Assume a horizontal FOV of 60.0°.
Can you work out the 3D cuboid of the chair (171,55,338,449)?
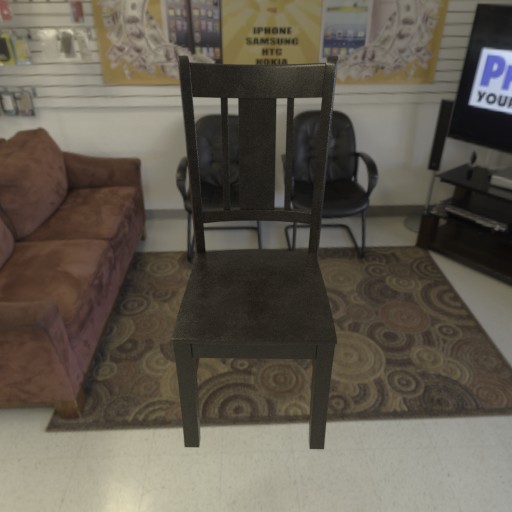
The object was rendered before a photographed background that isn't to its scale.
[{"bbox_3d":[0.000,0.000,1.275,0.450,0.998,0.555,0,31,1],"label":"chair"}]
